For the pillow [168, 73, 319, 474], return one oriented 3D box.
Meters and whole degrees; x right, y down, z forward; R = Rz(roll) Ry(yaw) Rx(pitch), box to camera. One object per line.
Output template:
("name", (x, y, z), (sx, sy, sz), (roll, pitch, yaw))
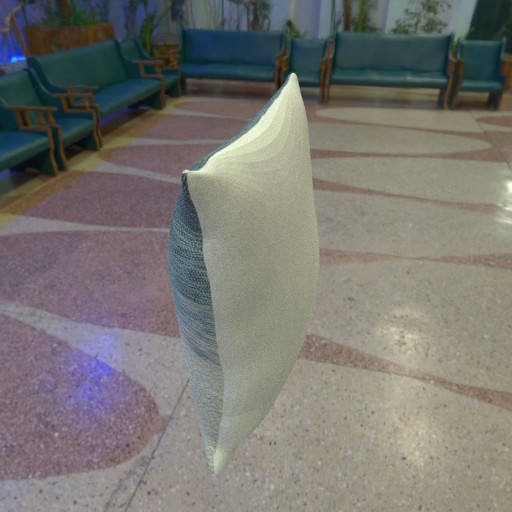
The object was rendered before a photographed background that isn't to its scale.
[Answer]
("pillow", (0.000, 0.000, 0.655), (0.182, 0.441, 0.440), (9, 33, 14))
